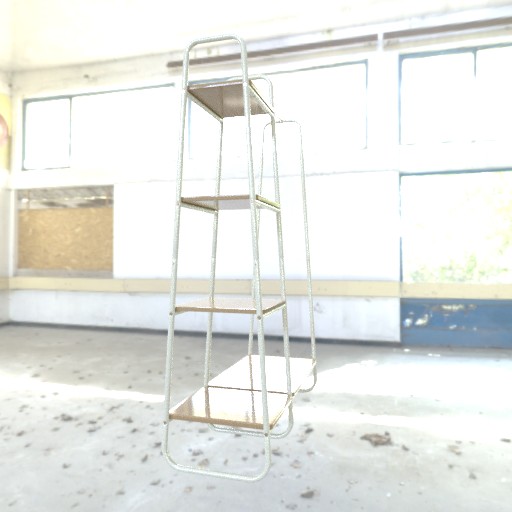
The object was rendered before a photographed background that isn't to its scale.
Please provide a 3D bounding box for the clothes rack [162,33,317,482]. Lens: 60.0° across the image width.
[{"bbox_3d":[0.000,0.000,1.982,0.400,1.500,1.011,0,0,17],"label":"clothes rack"}]
